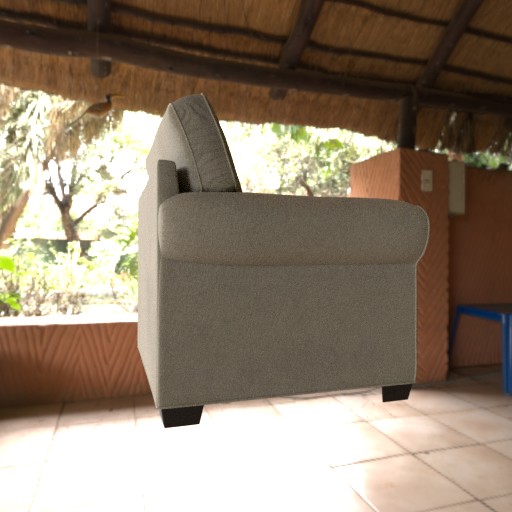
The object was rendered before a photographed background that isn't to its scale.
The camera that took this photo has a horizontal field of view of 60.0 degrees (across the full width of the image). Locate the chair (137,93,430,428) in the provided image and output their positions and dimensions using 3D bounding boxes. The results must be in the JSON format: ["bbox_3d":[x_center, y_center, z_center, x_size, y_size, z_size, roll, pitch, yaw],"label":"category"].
[{"bbox_3d":[0.000,0.000,1.915,0.939,1.044,1.147,0,0,-18],"label":"chair"}]
